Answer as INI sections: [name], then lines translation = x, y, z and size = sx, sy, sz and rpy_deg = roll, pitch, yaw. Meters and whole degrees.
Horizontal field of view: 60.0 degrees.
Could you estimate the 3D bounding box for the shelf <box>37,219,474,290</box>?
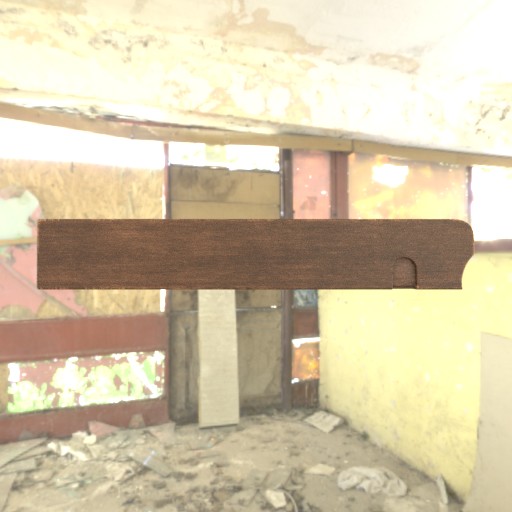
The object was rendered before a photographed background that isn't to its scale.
[shelf]
translation = 0.000, 0.000, 0.466
size = 0.310, 0.050, 0.310
rpy_deg = 0, 0, 0
